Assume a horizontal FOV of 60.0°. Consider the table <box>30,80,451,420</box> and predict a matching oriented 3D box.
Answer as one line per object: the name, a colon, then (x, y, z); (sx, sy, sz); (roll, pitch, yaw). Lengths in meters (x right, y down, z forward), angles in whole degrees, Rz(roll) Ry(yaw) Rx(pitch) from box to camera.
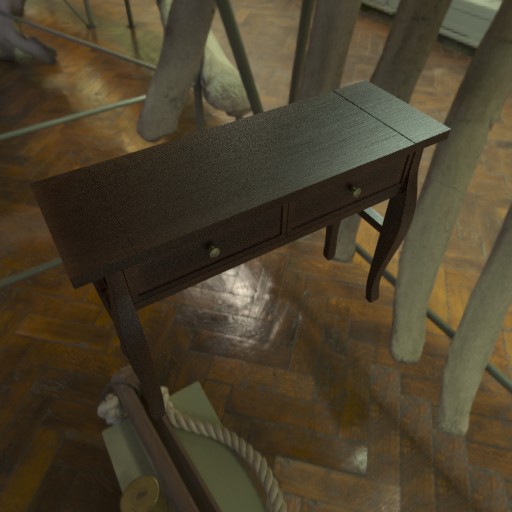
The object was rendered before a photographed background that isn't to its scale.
table: (0.000, 0.000, 1.432); (1.062, 0.768, 0.373); (-24, 51, -21)
